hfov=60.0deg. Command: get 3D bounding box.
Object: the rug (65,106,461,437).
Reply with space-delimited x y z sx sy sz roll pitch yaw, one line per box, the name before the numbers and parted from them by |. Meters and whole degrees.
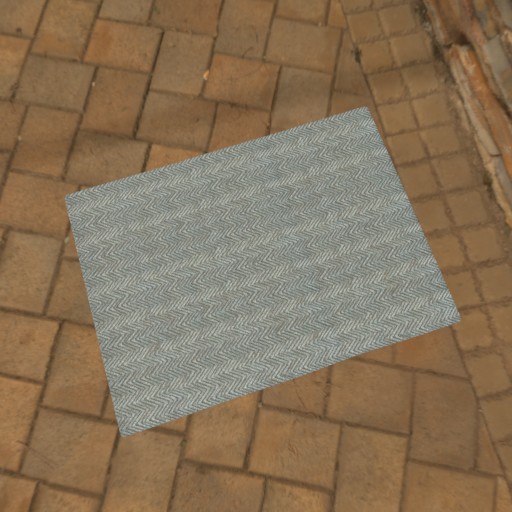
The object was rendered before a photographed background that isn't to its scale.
rug | 0.000 0.000 5.197 3.957 0.011 2.894 -18 76 -4
